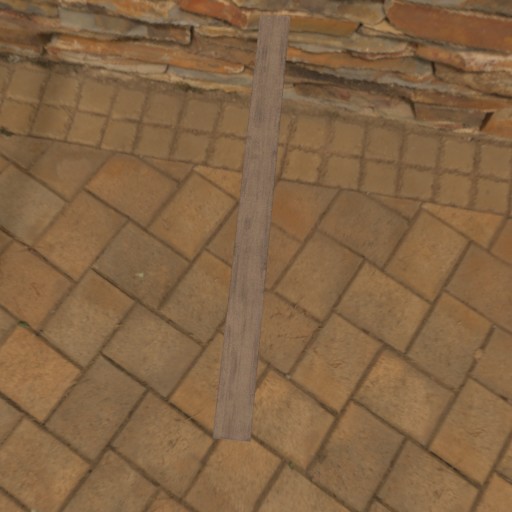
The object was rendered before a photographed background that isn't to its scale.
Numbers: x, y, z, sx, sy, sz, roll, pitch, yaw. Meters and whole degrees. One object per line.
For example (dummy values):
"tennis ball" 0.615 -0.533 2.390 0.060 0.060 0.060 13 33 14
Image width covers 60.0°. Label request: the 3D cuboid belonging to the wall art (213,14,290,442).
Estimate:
"wall art" 0.000 0.000 0.750 0.038 0.508 0.508 5 76 1
